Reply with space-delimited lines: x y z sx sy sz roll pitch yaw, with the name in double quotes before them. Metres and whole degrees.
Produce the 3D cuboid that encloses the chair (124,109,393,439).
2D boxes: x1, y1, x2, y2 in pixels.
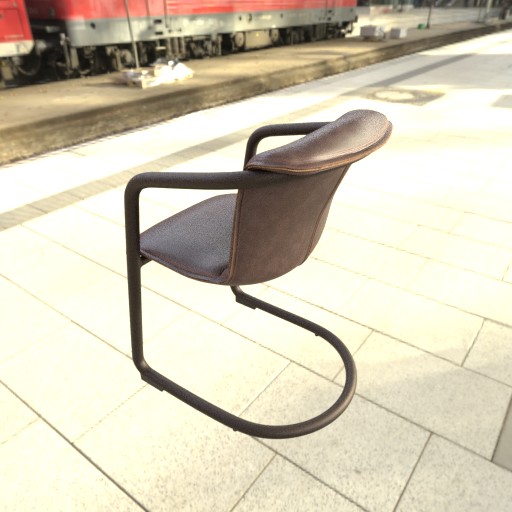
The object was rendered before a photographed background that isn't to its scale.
"chair" 0.000 0.000 1.259 0.664 0.836 0.536 20 36 29
